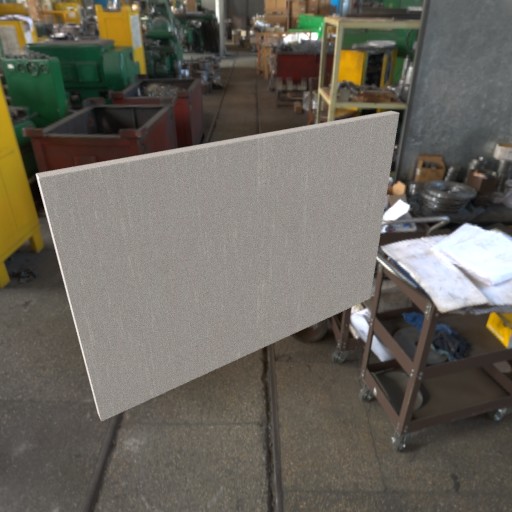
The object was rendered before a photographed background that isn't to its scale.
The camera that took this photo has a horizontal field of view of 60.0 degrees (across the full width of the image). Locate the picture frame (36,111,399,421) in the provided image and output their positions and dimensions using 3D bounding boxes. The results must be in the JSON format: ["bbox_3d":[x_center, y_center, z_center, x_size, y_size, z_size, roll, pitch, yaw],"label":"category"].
[{"bbox_3d":[0.000,0.000,1.190,0.950,0.640,0.029,-18,35,-29],"label":"picture frame"}]
